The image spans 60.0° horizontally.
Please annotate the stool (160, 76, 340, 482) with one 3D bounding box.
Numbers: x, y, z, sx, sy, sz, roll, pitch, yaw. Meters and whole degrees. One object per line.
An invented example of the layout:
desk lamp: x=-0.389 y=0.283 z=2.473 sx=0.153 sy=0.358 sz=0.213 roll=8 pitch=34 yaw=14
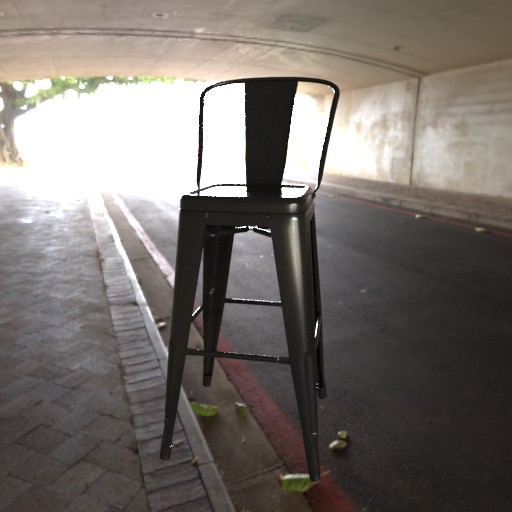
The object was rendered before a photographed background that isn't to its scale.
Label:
stool: x=0.000 y=0.000 z=1.266 sx=0.432 sy=1.022 sz=0.528 roll=3 pitch=15 yaw=11
